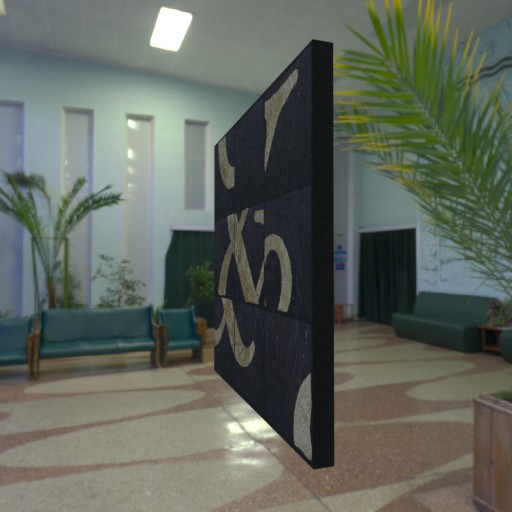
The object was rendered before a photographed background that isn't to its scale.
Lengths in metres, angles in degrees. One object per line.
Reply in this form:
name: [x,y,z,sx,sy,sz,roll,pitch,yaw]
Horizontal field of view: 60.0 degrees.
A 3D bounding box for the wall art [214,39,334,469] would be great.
wall art: [0.000,0.000,1.145,0.044,0.758,0.758,0,-1,-19]
